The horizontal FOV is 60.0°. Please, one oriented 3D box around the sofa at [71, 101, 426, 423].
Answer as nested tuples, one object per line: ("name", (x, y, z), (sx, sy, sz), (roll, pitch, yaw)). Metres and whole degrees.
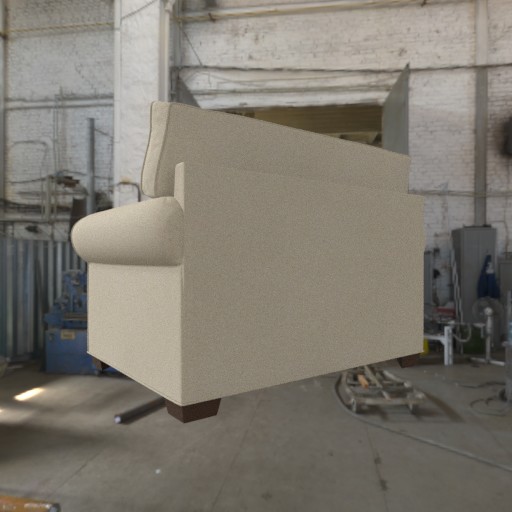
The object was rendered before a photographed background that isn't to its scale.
("sofa", (0.000, 0.000, 2.038), (1.405, 1.006, 0.937), (0, 0, -37))
